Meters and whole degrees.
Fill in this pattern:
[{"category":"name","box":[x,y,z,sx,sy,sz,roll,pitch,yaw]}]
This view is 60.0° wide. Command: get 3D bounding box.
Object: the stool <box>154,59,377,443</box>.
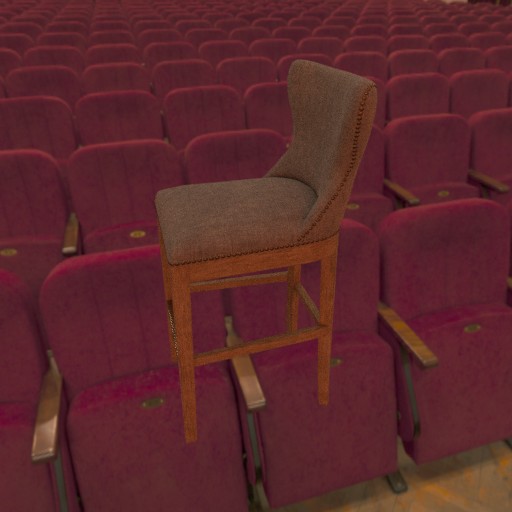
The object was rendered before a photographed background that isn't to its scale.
[{"category":"stool","box":[0.000,0.000,1.447,0.606,1.123,0.494,-8,31,-14]}]
